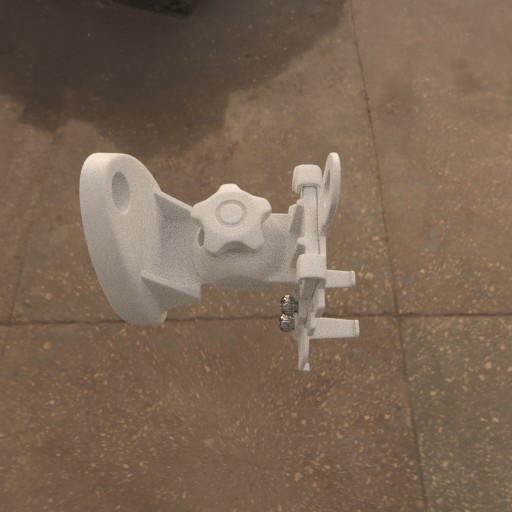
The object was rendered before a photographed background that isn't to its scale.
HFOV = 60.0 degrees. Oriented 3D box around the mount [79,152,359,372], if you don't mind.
[{"bbox_3d":[0.000,0.000,0.175,0.100,0.118,0.066,1,64,1],"label":"mount"}]
